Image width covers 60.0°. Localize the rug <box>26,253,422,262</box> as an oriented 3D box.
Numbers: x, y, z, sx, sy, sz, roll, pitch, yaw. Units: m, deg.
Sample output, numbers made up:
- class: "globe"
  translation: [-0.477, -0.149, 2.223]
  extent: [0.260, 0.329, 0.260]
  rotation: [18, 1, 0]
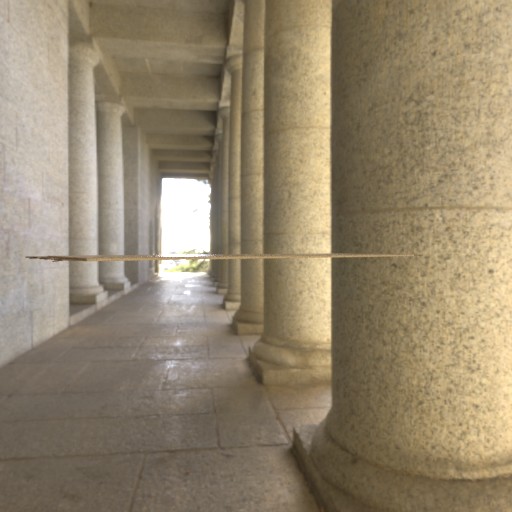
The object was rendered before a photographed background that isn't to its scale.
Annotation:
- class: "rug"
  translation: [0.000, 0.000, 2.725]
  extent: [2.438, 0.021, 0.729]
  rotation: [-1, 1, -37]
